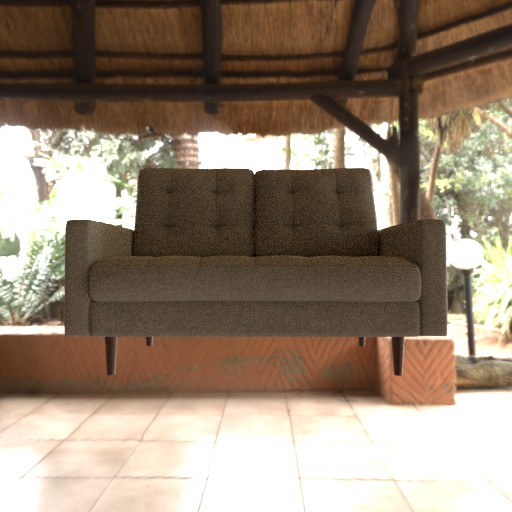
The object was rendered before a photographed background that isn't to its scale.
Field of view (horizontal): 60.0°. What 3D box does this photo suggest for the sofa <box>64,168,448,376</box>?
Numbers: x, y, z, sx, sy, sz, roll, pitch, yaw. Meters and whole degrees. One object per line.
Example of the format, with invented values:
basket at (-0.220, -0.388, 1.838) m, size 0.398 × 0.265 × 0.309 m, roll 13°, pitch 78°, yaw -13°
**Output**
sofa at (0.000, 0.000, 1.995) m, size 1.407 × 0.907 × 0.842 m, roll 0°, pitch -1°, yaw 0°
